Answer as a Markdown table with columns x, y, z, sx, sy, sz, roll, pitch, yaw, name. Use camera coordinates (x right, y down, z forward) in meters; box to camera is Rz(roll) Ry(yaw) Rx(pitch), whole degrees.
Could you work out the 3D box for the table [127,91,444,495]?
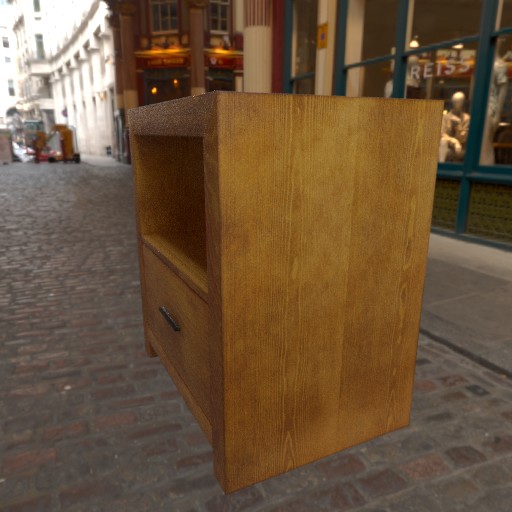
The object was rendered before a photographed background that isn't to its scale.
| x | y | z | sx | sy | sz | roll | pitch | yaw | name |
| --- | --- | --- | --- | --- | --- | --- | --- | --- | --- |
| 0.000 | 0.000 | 0.942 | 0.400 | 0.605 | 0.550 | -8 | 17 | -26 | table |
